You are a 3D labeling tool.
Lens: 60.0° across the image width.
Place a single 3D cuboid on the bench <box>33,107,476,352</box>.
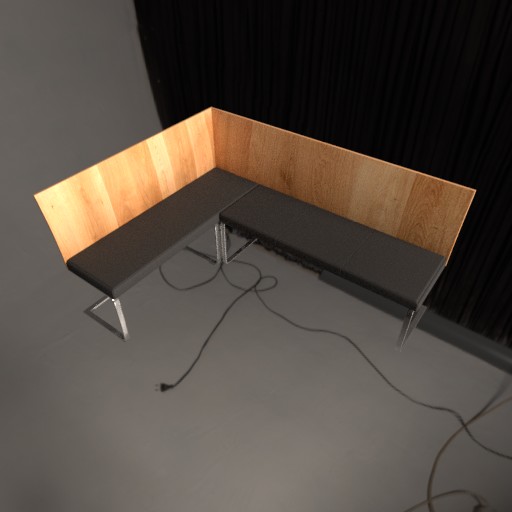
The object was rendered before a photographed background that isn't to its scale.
[{"bbox_3d":[0.000,0.000,2.754,1.945,0.930,1.495,26,47,27],"label":"bench"}]
